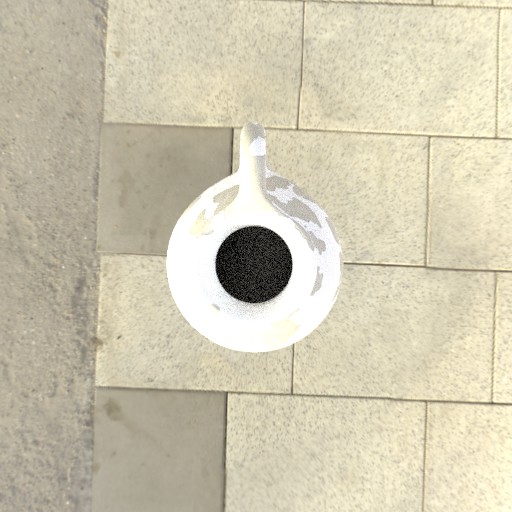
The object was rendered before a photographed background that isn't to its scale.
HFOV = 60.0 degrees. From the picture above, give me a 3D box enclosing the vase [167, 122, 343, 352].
[{"bbox_3d":[0.000,0.000,0.491,0.186,0.382,0.203,0,90,1],"label":"vase"}]
